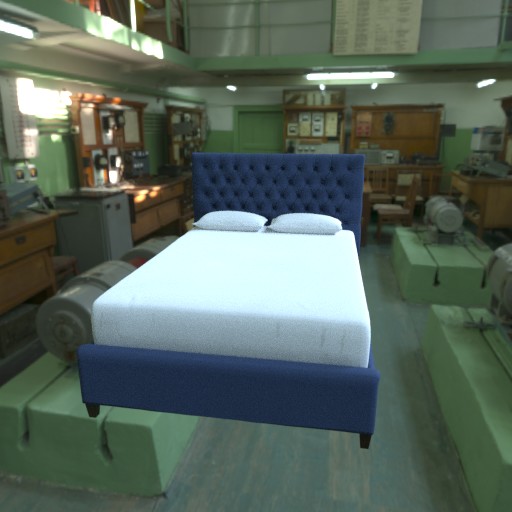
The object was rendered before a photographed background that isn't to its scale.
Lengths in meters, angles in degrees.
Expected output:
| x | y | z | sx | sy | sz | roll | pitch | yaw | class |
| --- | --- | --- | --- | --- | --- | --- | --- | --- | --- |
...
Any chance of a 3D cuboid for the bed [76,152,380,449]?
| x | y | z | sx | sy | sz | roll | pitch | yaw | class |
| --- | --- | --- | --- | --- | --- | --- | --- | --- | --- |
| 0.000 | 0.000 | 3.424 | 1.706 | 1.427 | 2.387 | 3 | 16 | 9 | bed |
